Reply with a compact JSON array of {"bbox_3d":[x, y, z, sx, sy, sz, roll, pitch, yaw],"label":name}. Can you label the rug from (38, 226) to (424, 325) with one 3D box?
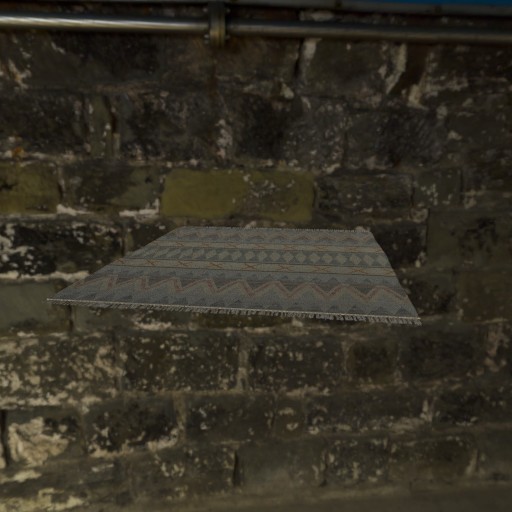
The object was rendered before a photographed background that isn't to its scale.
[{"bbox_3d":[0.000,0.000,4.064,2.371,0.012,3.000,2,14,8],"label":"rug"}]
